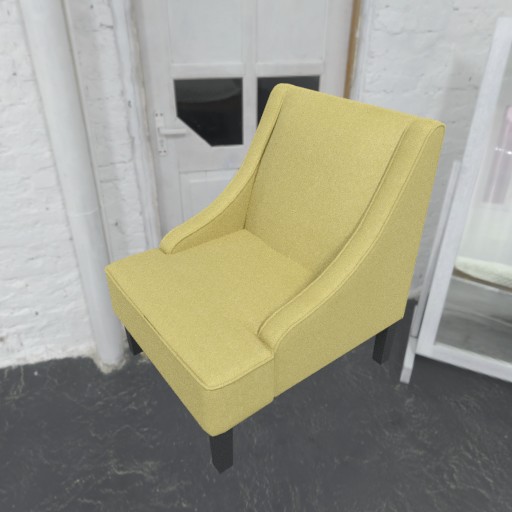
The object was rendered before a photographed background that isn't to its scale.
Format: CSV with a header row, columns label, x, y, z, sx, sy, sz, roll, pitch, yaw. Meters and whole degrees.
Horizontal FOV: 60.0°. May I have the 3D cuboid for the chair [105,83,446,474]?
label,x,y,z,sx,sy,sz,roll,pitch,yaw
chair,0.000,0.000,1.457,0.814,0.896,0.696,-22,38,-31
